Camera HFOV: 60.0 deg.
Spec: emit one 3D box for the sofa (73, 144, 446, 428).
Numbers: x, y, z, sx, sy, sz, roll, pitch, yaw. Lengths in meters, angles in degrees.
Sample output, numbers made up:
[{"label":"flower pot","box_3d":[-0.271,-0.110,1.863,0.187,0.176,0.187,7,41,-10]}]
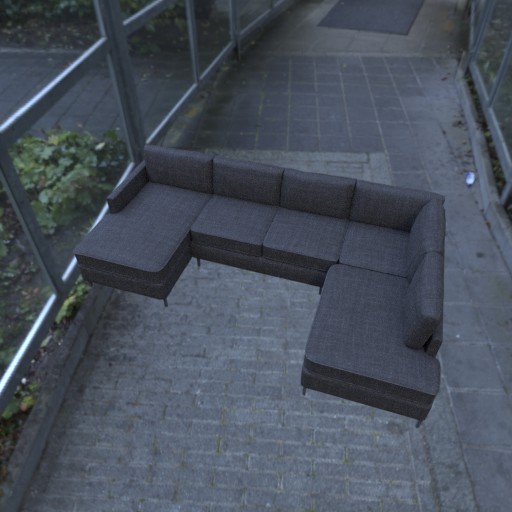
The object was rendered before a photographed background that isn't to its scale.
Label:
[{"label":"sofa","box_3d":[0.000,0.000,4.273,3.423,0.999,2.048,13,44,13]}]
